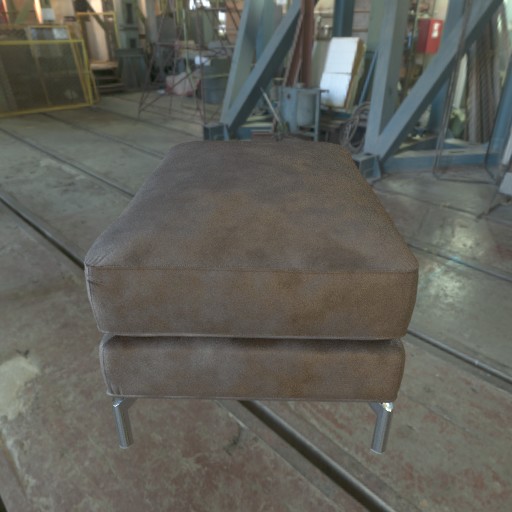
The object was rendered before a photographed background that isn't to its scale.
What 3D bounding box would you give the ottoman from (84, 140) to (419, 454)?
[{"bbox_3d":[0.000,0.000,1.038,0.520,0.456,0.719,1,28,1],"label":"ottoman"}]
